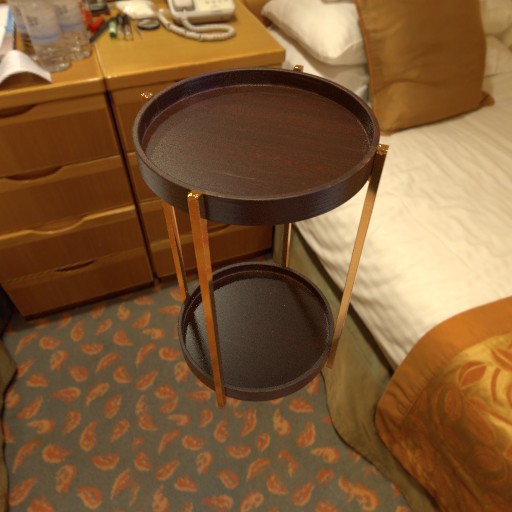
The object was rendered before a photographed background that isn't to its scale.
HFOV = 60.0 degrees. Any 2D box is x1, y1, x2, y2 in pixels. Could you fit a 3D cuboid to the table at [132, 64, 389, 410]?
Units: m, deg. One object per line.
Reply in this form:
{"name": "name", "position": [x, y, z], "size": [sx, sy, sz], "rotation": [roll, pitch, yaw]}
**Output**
{"name": "table", "position": [0.000, 0.000, 0.892], "size": [0.400, 0.610, 0.400], "rotation": [17, 50, 15]}
